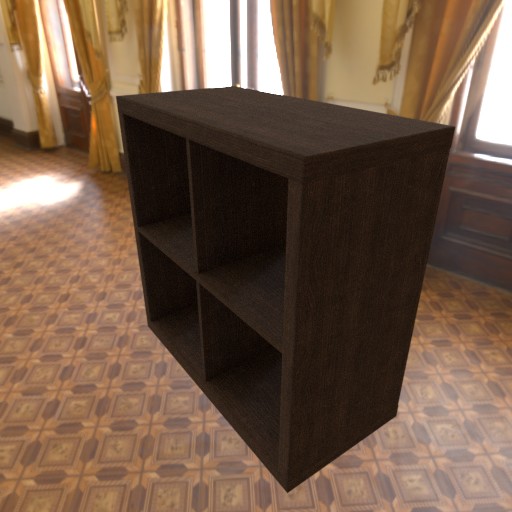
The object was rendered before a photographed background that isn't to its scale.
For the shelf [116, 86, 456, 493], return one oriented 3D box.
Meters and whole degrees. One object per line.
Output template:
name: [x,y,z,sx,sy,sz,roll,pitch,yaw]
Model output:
shelf: [0.000,0.000,1.230,0.390,0.786,0.790,-18,33,-31]
